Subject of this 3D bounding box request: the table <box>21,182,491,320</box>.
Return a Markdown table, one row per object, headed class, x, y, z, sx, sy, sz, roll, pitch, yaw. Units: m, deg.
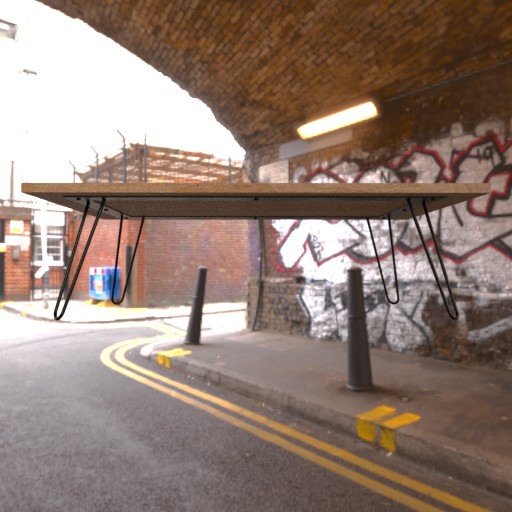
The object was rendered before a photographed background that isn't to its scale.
| class | x | y | z | sx | sy | sz | roll | pitch | yaw |
| --- | --- | --- | --- | --- | --- | --- | --- | --- | --- |
| table | 0.000 | 0.000 | 1.613 | 1.348 | 0.400 | 0.699 | 0 | -2 | 0 |
